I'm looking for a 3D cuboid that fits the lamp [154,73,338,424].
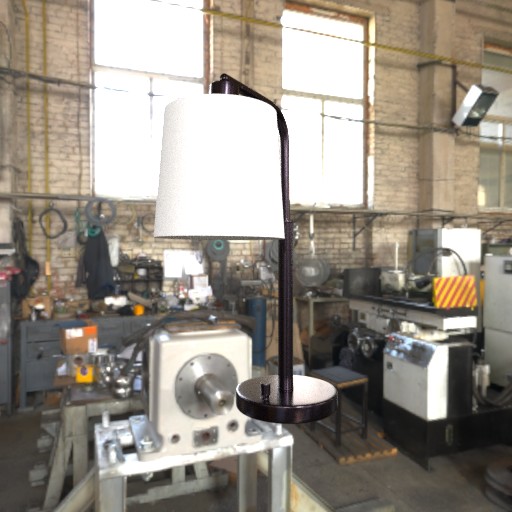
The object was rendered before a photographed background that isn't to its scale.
[{"bbox_3d":[0.000,0.000,0.653,0.171,0.489,0.333,1,1,37],"label":"lamp"}]
